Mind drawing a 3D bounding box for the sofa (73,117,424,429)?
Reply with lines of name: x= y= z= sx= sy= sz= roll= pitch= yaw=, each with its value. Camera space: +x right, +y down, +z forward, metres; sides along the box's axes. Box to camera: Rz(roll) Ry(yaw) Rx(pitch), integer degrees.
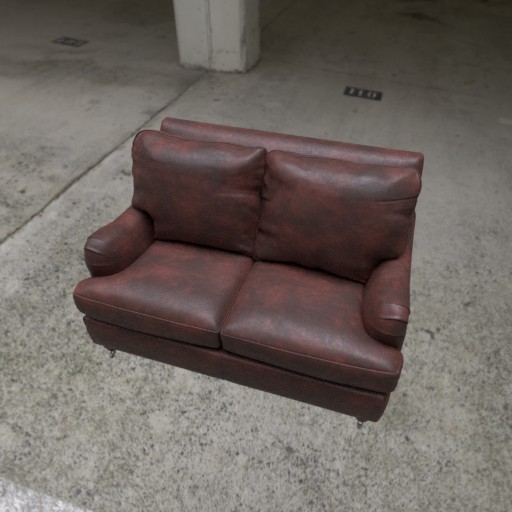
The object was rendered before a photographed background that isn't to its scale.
sofa: x=0.000 y=0.000 z=2.399 sx=1.628 sy=1.070 sz=1.148 roll=12 pitch=42 yaw=13
